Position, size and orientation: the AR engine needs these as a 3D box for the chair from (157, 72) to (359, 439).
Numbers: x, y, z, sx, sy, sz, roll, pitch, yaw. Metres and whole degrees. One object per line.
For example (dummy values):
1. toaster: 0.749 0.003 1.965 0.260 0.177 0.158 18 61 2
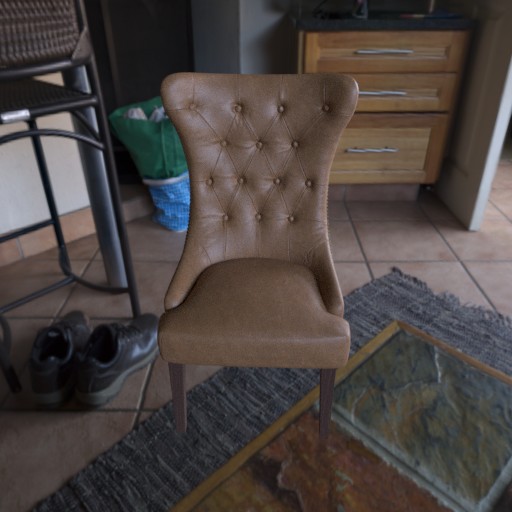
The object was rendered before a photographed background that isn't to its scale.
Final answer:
1. chair: 0.000 0.000 1.466 0.611 1.065 0.669 1 31 2
